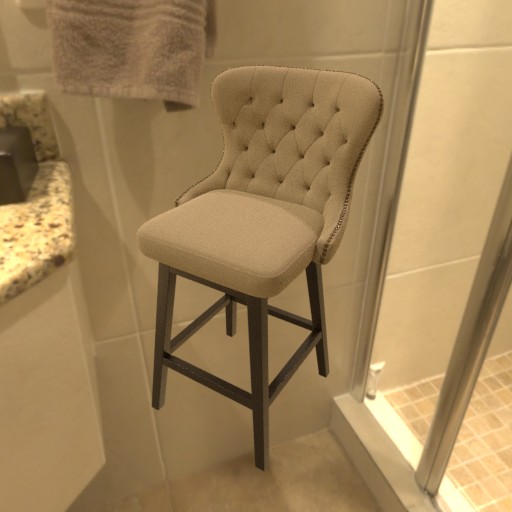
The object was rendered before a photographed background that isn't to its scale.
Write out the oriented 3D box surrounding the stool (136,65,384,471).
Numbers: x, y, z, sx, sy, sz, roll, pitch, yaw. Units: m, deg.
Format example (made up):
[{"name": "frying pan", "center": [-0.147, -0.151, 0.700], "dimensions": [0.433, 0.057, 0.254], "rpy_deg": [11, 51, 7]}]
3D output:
[{"name": "stool", "center": [0.000, 0.000, 1.307], "dimensions": [0.528, 0.971, 0.593], "rpy_deg": [18, 35, 27]}]
